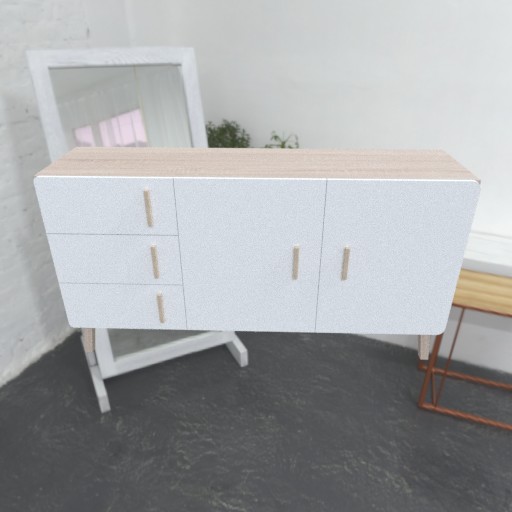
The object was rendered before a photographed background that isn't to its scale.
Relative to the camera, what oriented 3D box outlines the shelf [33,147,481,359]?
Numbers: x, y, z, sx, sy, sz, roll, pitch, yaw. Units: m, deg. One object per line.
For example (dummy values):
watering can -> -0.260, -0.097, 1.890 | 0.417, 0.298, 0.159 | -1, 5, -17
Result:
shelf -> 0.000, 0.000, 1.812 | 1.490, 0.780, 0.400 | 1, 29, 2
